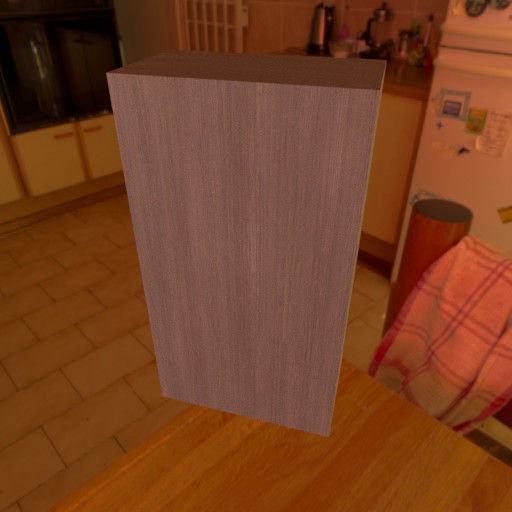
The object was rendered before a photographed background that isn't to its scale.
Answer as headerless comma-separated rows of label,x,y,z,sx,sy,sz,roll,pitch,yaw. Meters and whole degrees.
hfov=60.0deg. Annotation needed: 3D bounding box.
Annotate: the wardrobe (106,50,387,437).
wardrobe,0.000,0.000,2.255,0.991,1.808,0.577,9,34,13
